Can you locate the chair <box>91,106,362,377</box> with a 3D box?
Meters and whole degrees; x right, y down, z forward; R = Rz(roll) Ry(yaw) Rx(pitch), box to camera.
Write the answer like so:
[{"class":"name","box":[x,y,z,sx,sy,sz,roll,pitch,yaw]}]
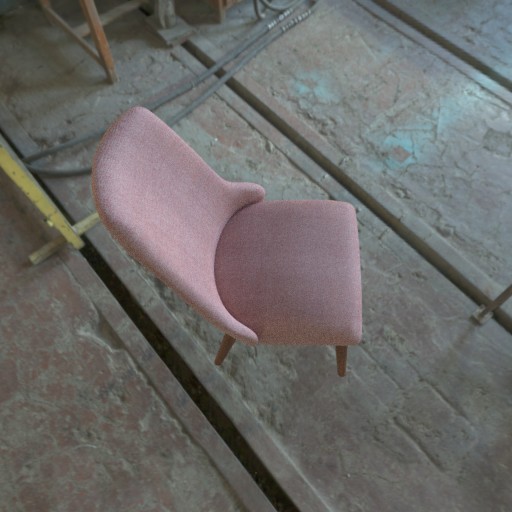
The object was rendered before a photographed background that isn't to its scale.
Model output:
[{"class":"chair","box":[0.000,0.000,1.365,0.707,0.918,0.535,4,64,2]}]
